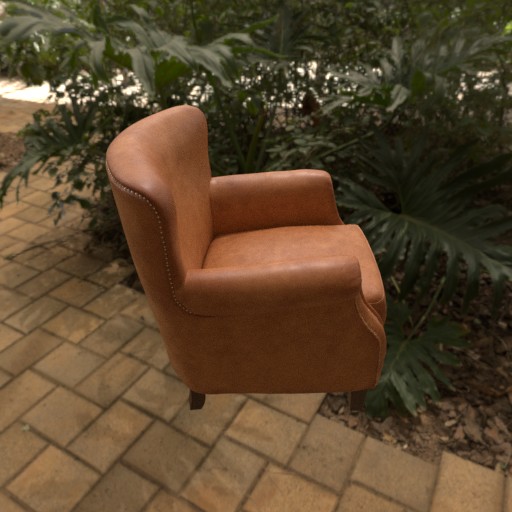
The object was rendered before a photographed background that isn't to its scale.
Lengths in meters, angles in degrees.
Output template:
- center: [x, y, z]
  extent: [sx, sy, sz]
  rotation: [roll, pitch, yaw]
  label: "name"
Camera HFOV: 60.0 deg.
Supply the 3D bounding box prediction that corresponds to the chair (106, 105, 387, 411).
- center: [0.000, 0.000, 1.658]
  extent: [0.921, 0.936, 0.861]
  rotation: [0, 32, 1]
  label: "chair"
